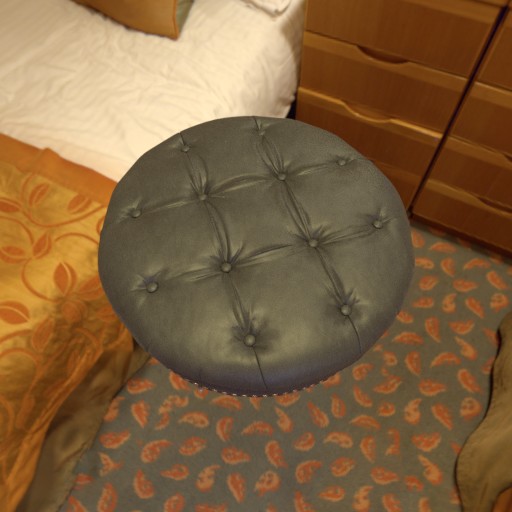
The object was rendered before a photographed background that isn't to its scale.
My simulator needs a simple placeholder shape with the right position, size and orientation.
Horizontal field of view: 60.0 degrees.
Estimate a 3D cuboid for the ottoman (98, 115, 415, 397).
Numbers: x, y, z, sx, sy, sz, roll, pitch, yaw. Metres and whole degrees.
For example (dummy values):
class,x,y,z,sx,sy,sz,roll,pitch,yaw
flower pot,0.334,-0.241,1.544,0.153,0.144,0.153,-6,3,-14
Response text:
class,x,y,z,sx,sy,sz,roll,pitch,yaw
ottoman,0.000,0.000,1.381,0.901,0.439,0.901,0,58,0
